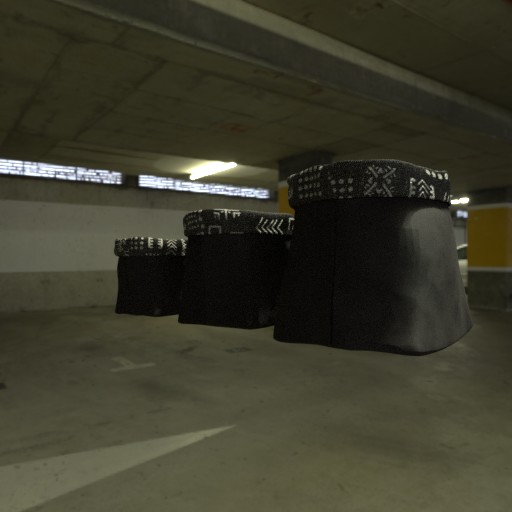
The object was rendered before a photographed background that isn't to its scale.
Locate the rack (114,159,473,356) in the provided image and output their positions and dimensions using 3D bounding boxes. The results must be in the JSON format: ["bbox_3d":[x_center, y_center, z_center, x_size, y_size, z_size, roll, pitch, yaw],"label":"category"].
[{"bbox_3d":[0.000,0.000,1.063,0.905,0.323,0.379,0,0,36],"label":"rack"}]
